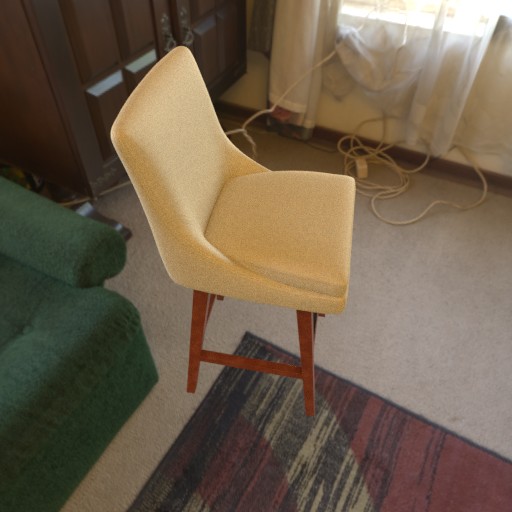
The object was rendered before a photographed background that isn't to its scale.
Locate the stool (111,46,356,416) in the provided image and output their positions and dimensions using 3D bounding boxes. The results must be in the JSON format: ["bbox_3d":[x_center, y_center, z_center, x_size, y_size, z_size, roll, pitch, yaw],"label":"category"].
[{"bbox_3d":[0.000,0.000,1.388,0.559,1.092,0.470,8,47,8],"label":"stool"}]
